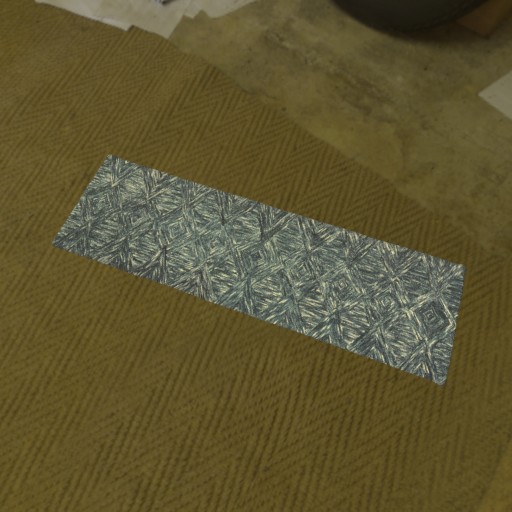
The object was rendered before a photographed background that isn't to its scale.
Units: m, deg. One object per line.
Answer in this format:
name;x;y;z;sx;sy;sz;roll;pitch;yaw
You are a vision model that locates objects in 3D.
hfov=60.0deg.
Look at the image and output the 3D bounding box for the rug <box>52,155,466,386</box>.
rug;0.000;0.000;2.559;2.306;0.013;0.719;18;66;9
